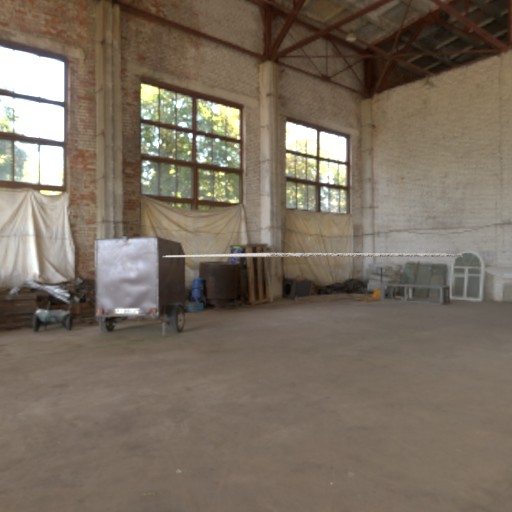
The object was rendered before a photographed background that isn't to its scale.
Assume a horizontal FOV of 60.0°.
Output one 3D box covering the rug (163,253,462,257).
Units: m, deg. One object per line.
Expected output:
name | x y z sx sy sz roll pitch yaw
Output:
rug | 0.000 0.000 2.693 0.786 0.013 2.480 0 0 -20
